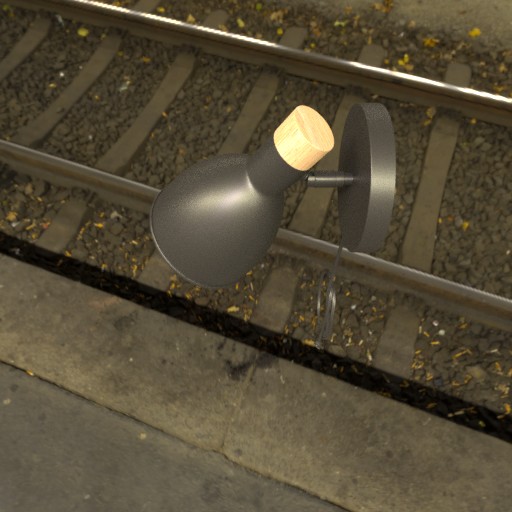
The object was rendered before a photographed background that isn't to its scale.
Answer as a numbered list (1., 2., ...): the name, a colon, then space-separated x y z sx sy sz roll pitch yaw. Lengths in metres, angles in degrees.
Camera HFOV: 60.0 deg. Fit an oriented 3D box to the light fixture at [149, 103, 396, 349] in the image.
1. light fixture: 0.000 0.000 0.495 0.203 0.401 0.127 0 59 0
